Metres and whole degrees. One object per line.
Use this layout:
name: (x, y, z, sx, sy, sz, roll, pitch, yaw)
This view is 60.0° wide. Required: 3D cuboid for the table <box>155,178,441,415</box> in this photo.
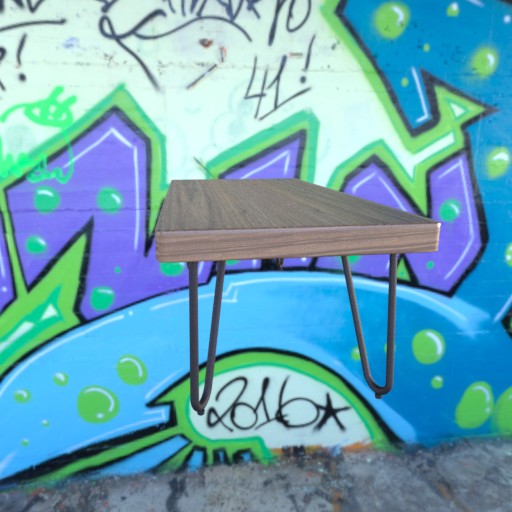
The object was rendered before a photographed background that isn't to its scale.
table: (0.000, 0.000, 1.654, 0.637, 0.468, 1.375, -2, 14, -9)
